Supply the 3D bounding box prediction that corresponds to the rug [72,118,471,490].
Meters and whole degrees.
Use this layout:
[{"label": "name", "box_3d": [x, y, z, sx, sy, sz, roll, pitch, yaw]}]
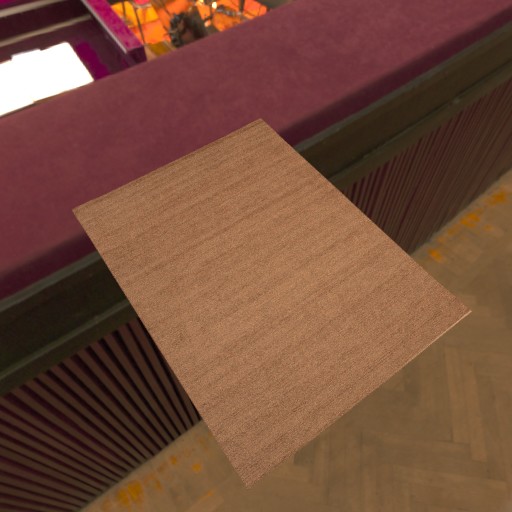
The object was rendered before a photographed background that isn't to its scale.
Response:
[{"label": "rug", "box_3d": [0.000, 0.000, 5.025, 2.873, 0.053, 3.778, -31, 62, -19]}]
